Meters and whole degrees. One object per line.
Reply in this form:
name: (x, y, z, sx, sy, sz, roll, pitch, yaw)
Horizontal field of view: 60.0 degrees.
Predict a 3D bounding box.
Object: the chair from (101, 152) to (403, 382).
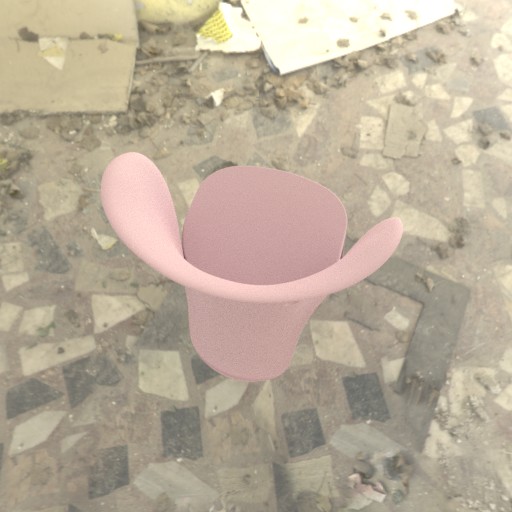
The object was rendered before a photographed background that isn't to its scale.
chair: (0.000, 0.000, 0.885, 0.451, 0.554, 0.402, 15, 64, 8)
